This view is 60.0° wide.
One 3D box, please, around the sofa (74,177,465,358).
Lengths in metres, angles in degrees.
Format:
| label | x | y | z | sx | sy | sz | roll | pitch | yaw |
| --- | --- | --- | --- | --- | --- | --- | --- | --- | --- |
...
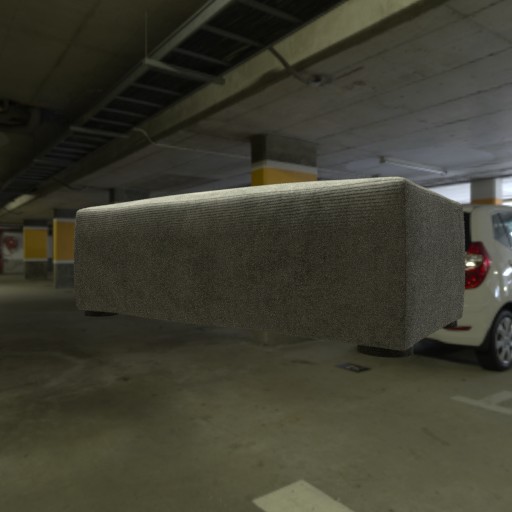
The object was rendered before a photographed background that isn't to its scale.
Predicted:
| label | x | y | z | sx | sy | sz | roll | pitch | yaw |
| --- | --- | --- | --- | --- | --- | --- | --- | --- | --- |
| sofa | 0.000 | 0.000 | 1.154 | 0.930 | 0.330 | 0.480 | 0 | 0 | 36 |
